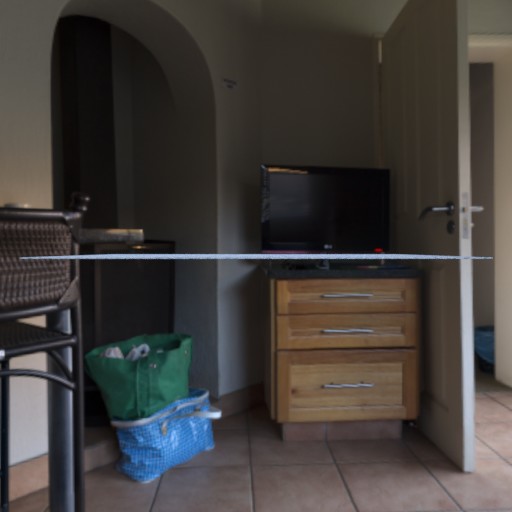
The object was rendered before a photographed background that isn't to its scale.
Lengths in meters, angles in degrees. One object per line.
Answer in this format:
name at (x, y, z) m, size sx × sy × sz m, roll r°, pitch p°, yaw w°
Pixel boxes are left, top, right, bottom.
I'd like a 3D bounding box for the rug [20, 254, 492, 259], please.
rug at (0.000, 0.000, 3.050) m, size 2.441 × 0.008 × 1.526 m, roll 0°, pitch 1°, yaw 0°
